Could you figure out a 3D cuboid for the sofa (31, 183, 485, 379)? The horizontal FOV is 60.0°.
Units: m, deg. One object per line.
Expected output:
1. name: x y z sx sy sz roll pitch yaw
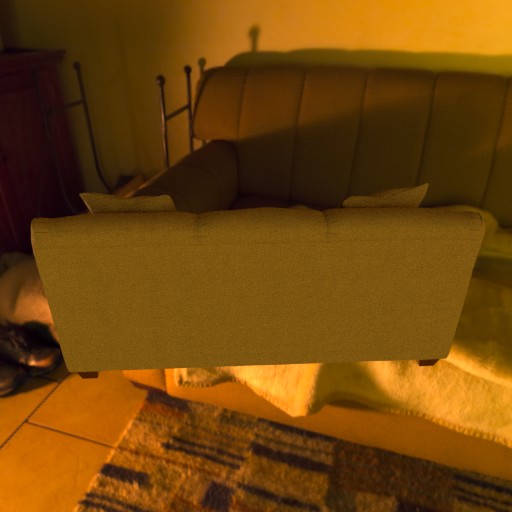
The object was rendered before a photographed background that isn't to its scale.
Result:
1. sofa: 0.000 0.000 2.547 2.024 0.958 0.997 -1 30 -3
